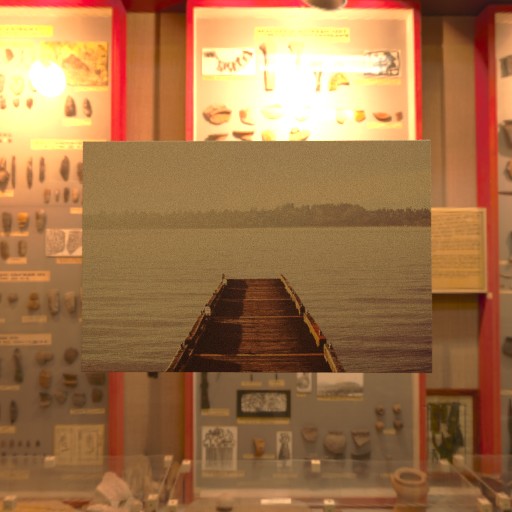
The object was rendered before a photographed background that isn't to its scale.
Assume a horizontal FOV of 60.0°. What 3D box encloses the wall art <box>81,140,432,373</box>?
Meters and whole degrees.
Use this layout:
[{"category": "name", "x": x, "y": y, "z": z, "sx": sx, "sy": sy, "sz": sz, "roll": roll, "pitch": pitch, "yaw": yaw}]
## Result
[{"category": "wall art", "x": 0.000, "y": 0.000, "z": 1.178, "sx": 0.916, "sy": 0.609, "sz": 0.037, "roll": 0, "pitch": -1, "yaw": 1}]
